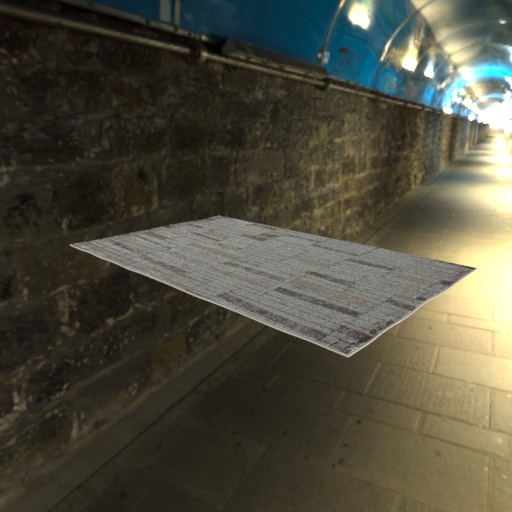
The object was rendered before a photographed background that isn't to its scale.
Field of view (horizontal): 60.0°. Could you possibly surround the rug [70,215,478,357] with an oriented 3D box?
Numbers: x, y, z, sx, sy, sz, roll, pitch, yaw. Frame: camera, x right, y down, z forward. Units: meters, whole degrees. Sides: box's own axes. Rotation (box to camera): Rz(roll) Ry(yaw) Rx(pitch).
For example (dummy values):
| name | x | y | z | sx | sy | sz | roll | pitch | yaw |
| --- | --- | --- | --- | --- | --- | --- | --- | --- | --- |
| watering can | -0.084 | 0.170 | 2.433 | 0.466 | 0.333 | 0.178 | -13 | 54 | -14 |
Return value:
| name | x | y | z | sx | sy | sz | roll | pitch | yaw |
| --- | --- | --- | --- | --- | --- | --- | --- | --- | --- |
| rug | 0.000 | 0.000 | 3.086 | 2.444 | 0.023 | 1.531 | 15 | 22 | 41 |
